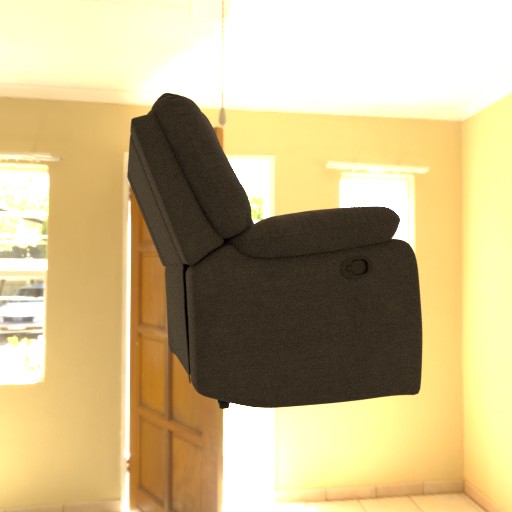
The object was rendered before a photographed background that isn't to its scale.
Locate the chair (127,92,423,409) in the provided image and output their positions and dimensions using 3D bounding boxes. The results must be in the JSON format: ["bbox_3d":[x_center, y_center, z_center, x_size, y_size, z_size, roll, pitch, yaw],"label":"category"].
[{"bbox_3d":[0.000,0.000,1.698,0.944,1.008,0.899,0,-2,-17],"label":"chair"}]
